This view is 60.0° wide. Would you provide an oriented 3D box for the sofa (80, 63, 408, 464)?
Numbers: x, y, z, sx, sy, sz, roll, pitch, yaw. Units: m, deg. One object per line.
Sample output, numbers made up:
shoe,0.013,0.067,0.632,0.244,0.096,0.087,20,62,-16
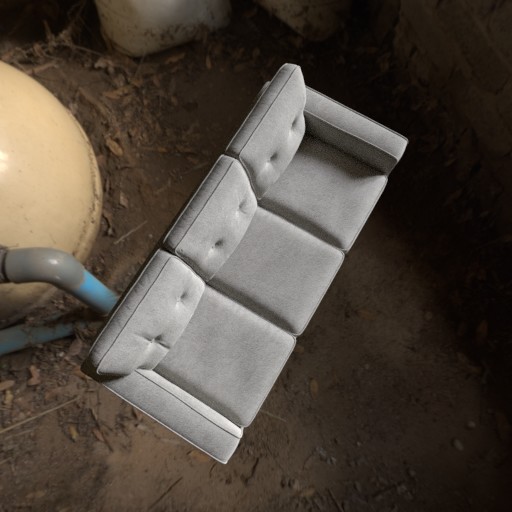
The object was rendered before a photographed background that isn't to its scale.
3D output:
sofa,0.000,0.000,2.670,0.939,0.965,2.133,30,78,7
